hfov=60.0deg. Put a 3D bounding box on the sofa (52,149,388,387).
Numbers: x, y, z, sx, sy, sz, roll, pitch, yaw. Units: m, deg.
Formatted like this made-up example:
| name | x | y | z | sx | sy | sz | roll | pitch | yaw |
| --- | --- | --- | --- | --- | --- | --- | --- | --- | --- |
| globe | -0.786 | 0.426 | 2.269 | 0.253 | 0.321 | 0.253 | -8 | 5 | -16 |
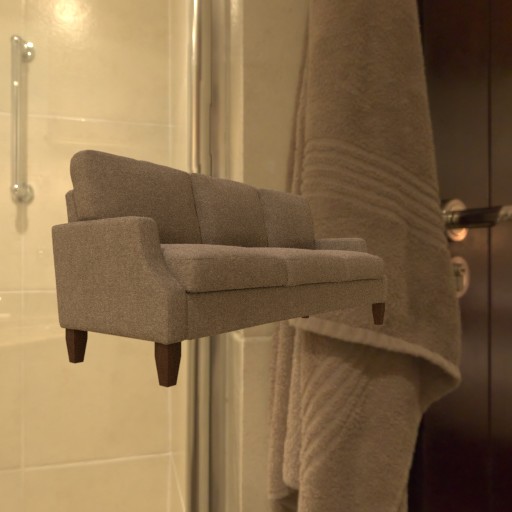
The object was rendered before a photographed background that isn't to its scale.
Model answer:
| name | x | y | z | sx | sy | sz | roll | pitch | yaw |
| --- | --- | --- | --- | --- | --- | --- | --- | --- | --- |
| sofa | 0.000 | 0.000 | 2.663 | 0.888 | 0.984 | 2.115 | -1 | -1 | 38 |
